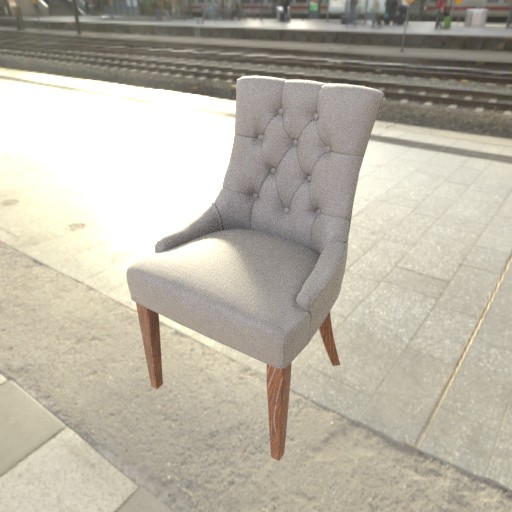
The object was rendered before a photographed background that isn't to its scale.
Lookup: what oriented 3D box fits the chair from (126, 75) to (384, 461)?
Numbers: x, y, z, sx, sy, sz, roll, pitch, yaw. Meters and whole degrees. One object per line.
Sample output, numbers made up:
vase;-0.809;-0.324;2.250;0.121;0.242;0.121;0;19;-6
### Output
chair;0.000;0.000;1.248;0.509;0.874;0.565;18;35;29
